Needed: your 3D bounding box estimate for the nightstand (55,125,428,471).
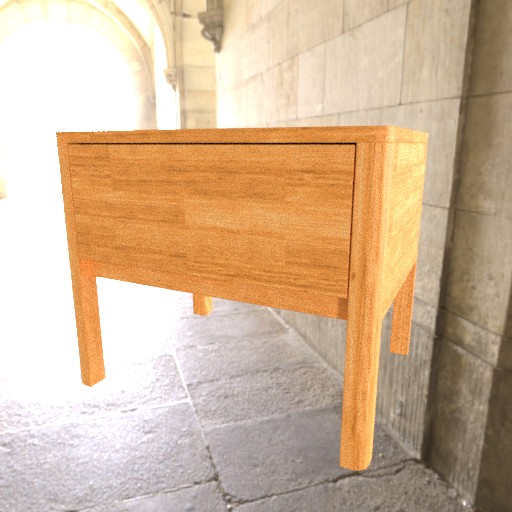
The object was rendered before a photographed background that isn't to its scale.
[{"bbox_3d":[0.000,0.000,0.875,0.560,0.470,0.440,7,16,25],"label":"nightstand"}]
